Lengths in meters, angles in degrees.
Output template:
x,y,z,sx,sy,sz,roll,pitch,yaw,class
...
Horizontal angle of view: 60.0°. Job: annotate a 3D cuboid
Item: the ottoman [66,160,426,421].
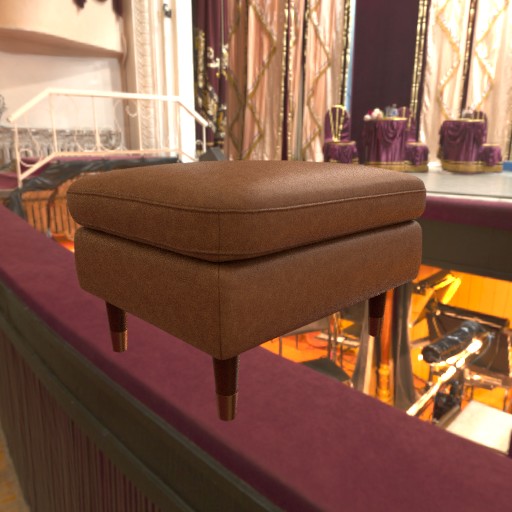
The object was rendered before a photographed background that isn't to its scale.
x,y,z,sx,sy,sz,roll,pitch,yaw,class
0.000,0.000,1.135,0.593,0.478,0.747,13,19,43,ottoman
